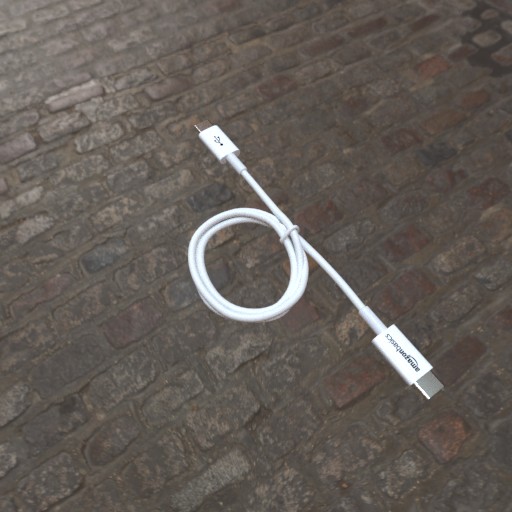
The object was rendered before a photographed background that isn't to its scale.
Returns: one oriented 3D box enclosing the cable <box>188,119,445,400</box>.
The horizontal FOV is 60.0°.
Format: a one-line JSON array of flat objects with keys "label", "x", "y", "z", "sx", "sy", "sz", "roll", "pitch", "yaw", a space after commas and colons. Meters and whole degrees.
[{"label": "cable", "x": 0.000, "y": 0.000, "z": 0.228, "sx": 0.070, "sy": 0.014, "sz": 0.203, "roll": -31, "pitch": 64, "yaw": -17}]
